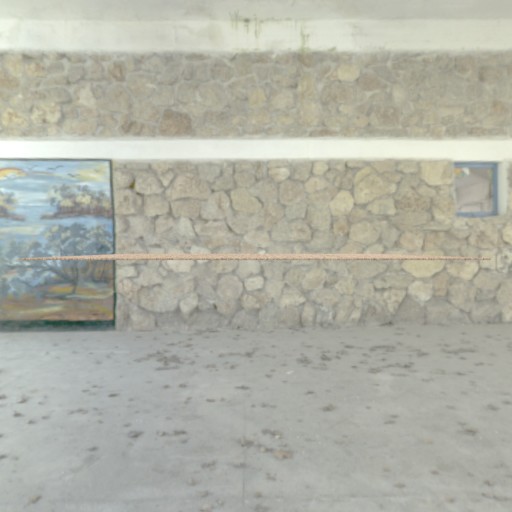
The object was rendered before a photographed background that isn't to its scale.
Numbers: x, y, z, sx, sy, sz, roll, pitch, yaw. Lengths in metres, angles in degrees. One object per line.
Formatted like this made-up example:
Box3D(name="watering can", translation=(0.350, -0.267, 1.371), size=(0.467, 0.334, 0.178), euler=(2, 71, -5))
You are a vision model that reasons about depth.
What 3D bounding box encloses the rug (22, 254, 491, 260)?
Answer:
Box3D(name="rug", translation=(0.000, 0.000, 4.237), size=(3.205, 0.013, 2.448), euler=(0, 1, 0))
